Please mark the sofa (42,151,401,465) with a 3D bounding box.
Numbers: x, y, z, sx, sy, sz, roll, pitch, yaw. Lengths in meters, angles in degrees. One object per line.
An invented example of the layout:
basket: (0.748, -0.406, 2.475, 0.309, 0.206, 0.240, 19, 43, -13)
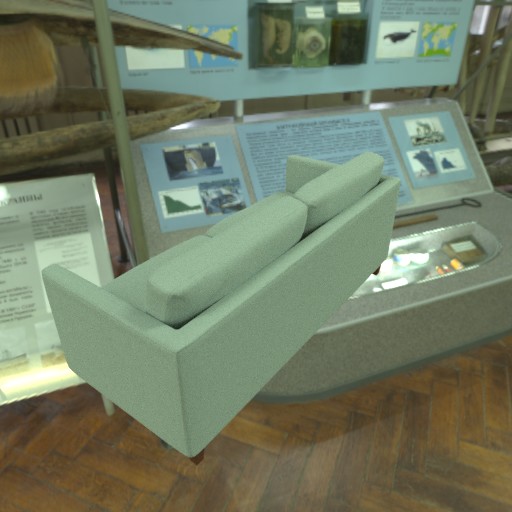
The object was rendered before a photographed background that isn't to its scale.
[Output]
sofa: (0.000, 0.000, 2.729, 0.951, 0.965, 2.208, 21, 37, 31)
